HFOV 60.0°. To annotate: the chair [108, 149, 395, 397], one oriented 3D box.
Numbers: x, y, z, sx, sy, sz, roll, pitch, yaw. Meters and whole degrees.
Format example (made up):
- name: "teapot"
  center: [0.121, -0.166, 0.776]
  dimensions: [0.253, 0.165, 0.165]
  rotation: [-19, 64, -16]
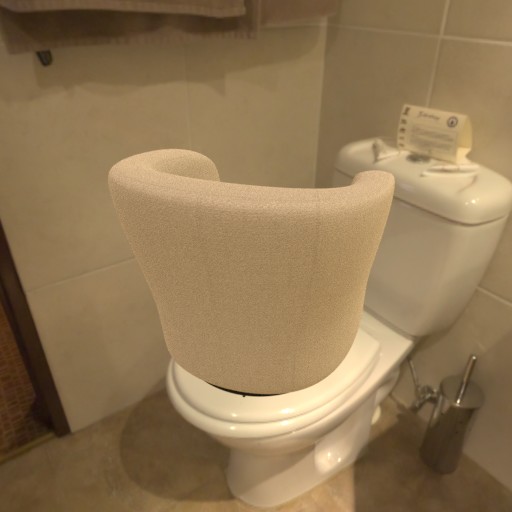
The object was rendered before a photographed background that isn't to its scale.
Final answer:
- name: "chair"
  center: [0.000, 0.000, 1.456]
  dimensions: [0.791, 0.771, 0.815]
  rotation: [10, 33, 15]
